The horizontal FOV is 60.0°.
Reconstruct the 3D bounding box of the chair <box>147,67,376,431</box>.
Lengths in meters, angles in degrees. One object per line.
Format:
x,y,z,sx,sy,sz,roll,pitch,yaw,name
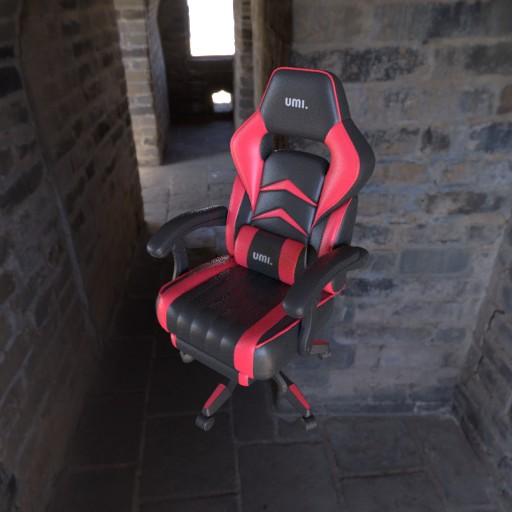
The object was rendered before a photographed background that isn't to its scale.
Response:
0.000,0.000,1.626,0.700,1.220,0.700,20,36,31,chair
